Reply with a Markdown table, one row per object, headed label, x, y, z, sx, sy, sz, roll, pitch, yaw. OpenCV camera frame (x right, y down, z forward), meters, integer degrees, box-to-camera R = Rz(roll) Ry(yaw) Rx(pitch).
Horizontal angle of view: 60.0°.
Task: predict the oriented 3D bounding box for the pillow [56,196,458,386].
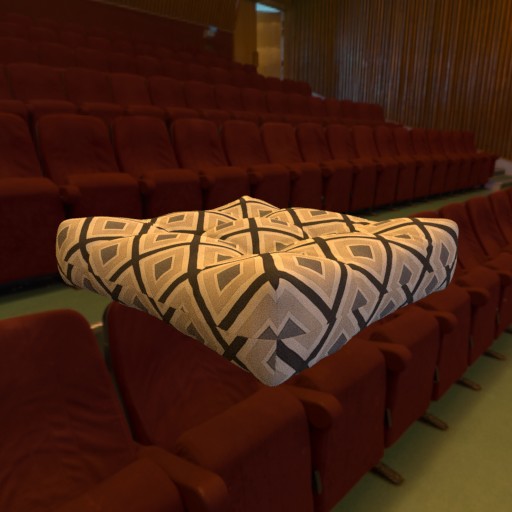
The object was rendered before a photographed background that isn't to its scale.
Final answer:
| label | x | y | z | sx | sy | sz | roll | pitch | yaw |
| --- | --- | --- | --- | --- | --- | --- | --- | --- | --- |
| pillow | 0.000 | 0.000 | 0.719 | 0.490 | 0.128 | 0.468 | 13 | 19 | 42 |
